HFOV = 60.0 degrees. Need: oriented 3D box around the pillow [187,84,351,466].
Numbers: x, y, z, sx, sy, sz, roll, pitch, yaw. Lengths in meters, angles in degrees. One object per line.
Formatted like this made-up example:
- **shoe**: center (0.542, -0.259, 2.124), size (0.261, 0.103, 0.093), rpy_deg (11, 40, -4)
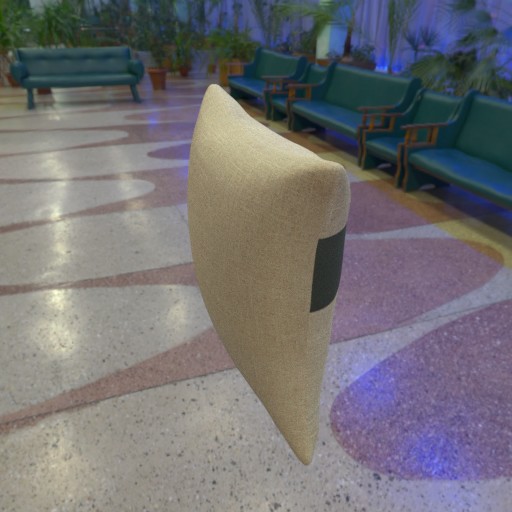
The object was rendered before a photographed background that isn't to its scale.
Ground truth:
- **pillow**: center (0.000, 0.000, 0.627), size (0.173, 0.399, 0.414), rpy_deg (-10, 32, -16)
